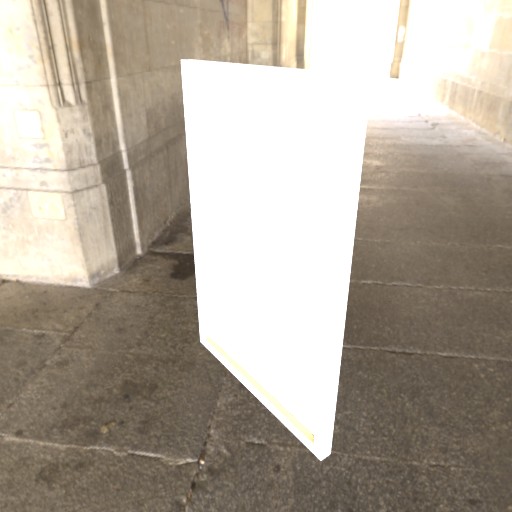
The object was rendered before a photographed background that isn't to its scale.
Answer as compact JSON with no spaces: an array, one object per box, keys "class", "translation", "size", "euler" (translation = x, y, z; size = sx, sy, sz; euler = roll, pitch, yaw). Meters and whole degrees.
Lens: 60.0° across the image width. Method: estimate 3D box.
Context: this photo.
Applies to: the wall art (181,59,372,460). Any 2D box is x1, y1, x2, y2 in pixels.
[{"class":"wall art","translation":[0.000,0.000,1.154],"size":[0.038,0.912,0.607],"euler":[-18,32,-32]}]
